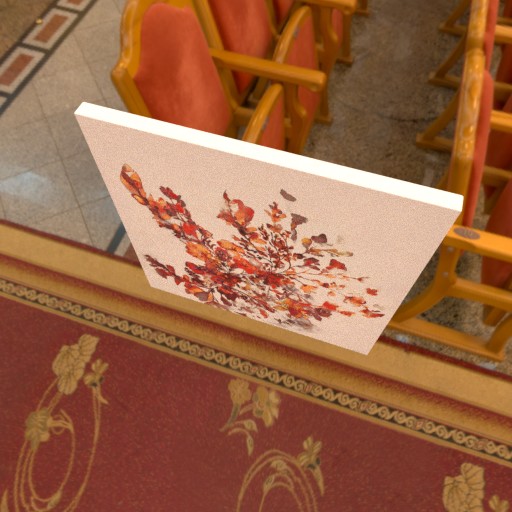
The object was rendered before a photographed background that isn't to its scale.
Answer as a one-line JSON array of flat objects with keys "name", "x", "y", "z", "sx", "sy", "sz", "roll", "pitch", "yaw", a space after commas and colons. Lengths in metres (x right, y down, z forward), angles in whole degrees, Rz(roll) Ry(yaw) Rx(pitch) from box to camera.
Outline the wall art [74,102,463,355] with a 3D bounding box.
[{"name": "wall art", "x": 0.000, "y": 0.000, "z": 1.154, "sx": 0.757, "sy": 0.757, "sz": 0.037, "roll": 16, "pitch": 60, "yaw": 10}]
